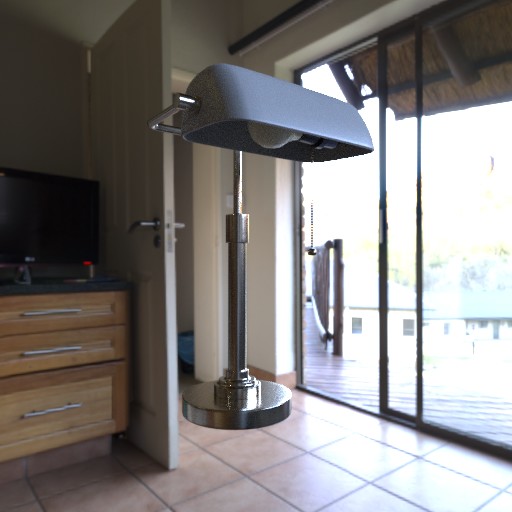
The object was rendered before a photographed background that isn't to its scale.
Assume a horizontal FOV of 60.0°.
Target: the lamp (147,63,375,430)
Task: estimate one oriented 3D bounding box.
[{"bbox_3d":[0.000,0.000,0.553,0.269,0.404,0.227,1,-1,-37],"label":"lamp"}]
